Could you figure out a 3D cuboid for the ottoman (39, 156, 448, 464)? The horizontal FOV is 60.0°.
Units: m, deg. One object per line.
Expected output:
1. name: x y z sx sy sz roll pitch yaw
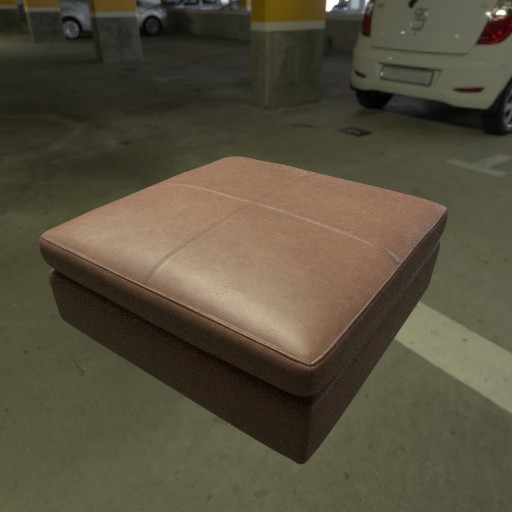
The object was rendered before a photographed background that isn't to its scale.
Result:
1. ottoman: 0.000 0.000 1.773 1.168 0.490 1.168 20 36 30
